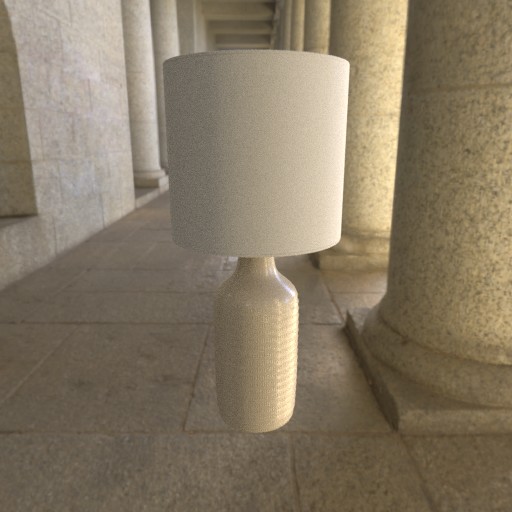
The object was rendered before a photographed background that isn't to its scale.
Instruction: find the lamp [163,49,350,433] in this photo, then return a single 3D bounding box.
[{"bbox_3d":[0.000,0.000,0.597,0.220,0.475,0.220,-8,18,-28],"label":"lamp"}]
